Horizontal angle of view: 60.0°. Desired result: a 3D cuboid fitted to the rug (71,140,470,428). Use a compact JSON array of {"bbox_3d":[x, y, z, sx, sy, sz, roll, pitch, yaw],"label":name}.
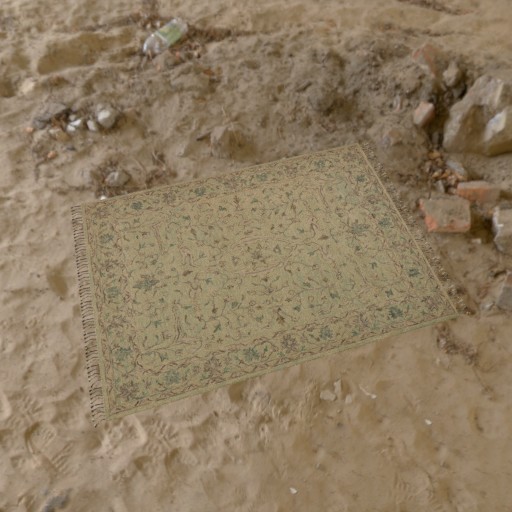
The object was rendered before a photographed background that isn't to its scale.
[{"bbox_3d":[0.000,0.000,2.311,1.802,0.008,1.247,-14,59,-9],"label":"rug"}]
